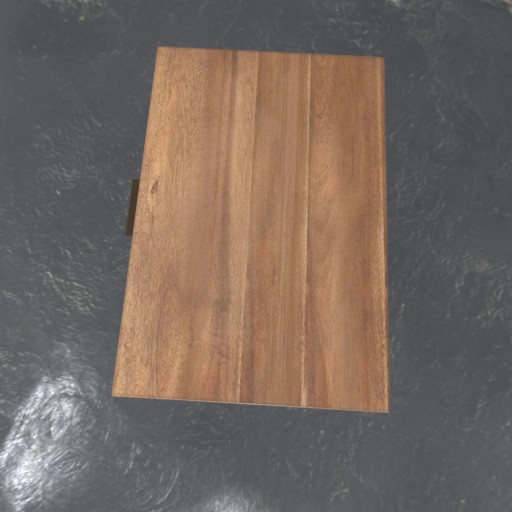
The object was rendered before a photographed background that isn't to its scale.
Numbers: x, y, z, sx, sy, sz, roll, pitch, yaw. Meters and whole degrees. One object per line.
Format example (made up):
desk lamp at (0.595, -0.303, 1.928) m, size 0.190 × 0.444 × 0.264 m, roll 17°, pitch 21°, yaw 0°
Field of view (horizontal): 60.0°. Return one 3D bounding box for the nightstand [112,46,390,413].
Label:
nightstand at (0.000, 0.000, 1.017) m, size 0.427 × 0.611 × 0.605 m, roll 3°, pitch 76°, yaw 1°
